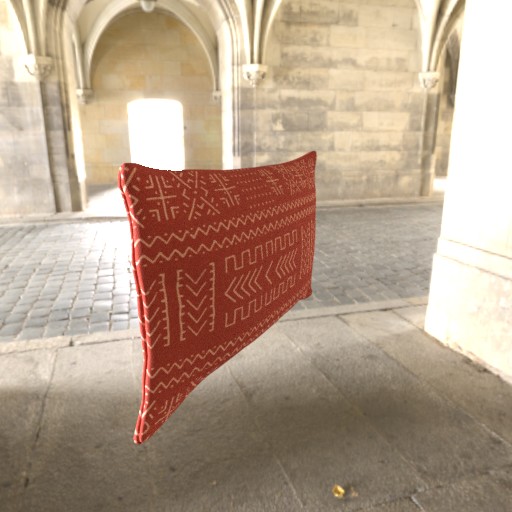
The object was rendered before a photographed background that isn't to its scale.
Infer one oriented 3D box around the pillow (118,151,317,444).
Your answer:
[{"bbox_3d":[0.000,0.000,0.789,0.130,0.352,0.640,7,16,26],"label":"pillow"}]
